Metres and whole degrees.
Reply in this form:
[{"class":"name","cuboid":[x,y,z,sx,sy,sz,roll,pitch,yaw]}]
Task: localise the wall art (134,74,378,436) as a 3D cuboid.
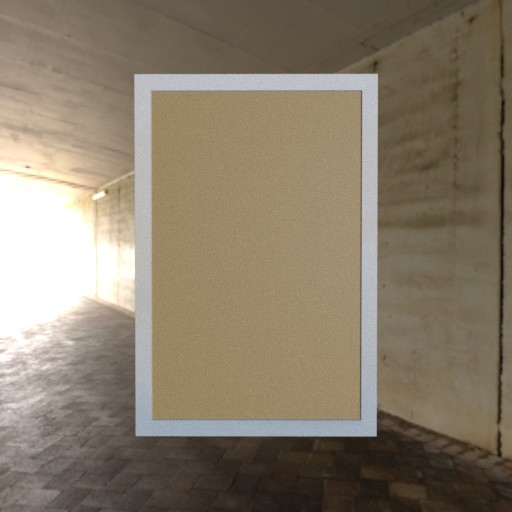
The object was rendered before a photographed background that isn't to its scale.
[{"class":"wall art","cuboid":[0.000,0.000,0.765,0.408,0.611,0.038,0,1,0]}]
